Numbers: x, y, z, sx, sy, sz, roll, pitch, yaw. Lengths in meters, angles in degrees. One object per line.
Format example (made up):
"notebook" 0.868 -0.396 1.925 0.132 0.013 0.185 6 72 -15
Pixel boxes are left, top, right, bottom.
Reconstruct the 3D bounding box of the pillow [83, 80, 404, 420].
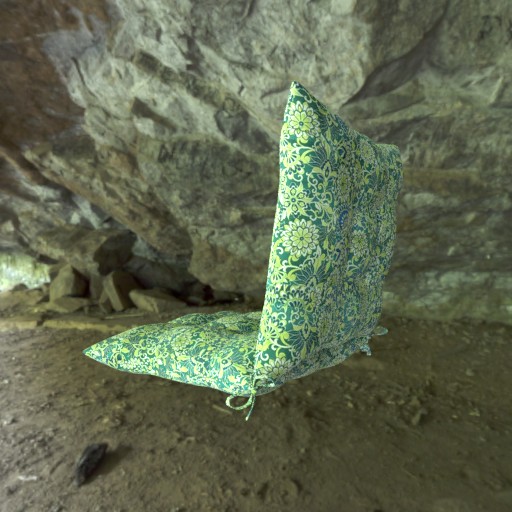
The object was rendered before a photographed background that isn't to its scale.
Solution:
"pillow" 0.000 0.000 1.012 0.585 0.536 0.541 1 1 35
